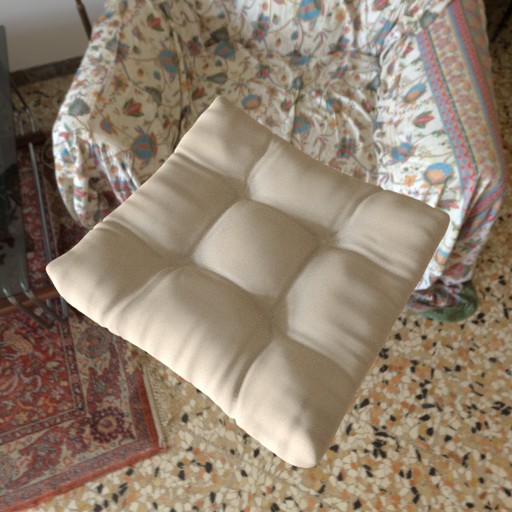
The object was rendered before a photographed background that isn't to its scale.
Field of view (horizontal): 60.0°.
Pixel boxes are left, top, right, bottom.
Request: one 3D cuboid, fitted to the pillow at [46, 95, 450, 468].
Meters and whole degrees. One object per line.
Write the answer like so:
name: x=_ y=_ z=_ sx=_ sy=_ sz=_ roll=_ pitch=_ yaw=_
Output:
pillow: x=0.000 y=0.000 z=0.734 sx=0.490 sy=0.128 sz=0.468 roll=31 pitch=67 yaw=15
